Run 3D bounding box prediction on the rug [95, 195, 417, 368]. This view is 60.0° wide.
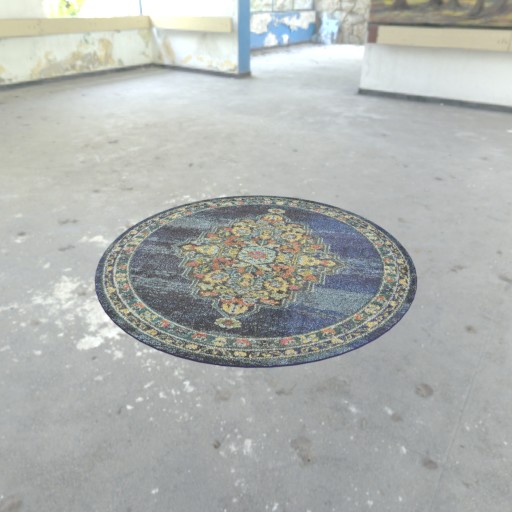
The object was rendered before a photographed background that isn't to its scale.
[{"bbox_3d":[0.000,0.000,3.435,2.386,0.014,2.386,0,31,0],"label":"rug"}]
